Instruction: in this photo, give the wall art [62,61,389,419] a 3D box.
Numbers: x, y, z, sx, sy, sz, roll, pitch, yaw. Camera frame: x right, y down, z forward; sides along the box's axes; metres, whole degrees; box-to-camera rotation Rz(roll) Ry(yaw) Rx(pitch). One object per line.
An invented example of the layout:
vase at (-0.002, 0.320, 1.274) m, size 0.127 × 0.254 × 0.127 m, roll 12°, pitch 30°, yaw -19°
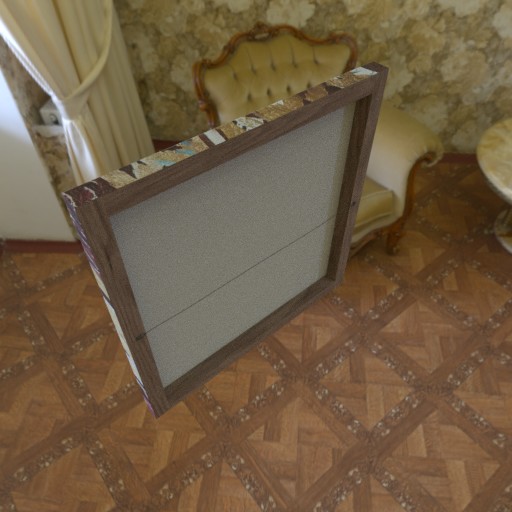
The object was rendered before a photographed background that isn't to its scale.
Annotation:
wall art at (0.000, 0.000, 0.907) m, size 0.609 × 0.613 × 0.041 m, roll -32°, pitch 54°, yaw -26°
